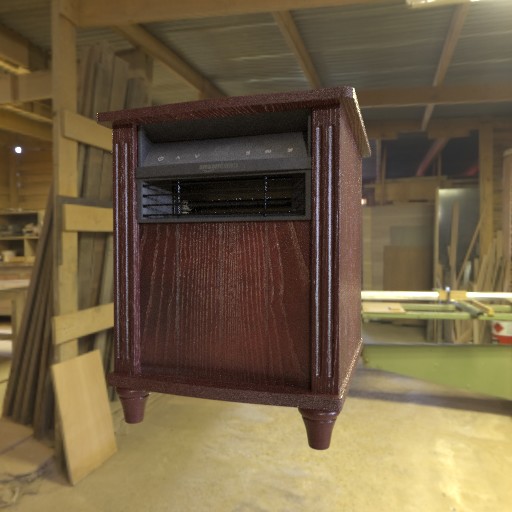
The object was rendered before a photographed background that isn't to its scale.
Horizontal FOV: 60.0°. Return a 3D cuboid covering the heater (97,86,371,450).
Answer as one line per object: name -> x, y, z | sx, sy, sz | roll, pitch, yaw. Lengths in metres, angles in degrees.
heater -> 0.000, 0.000, 0.762 | 0.362, 0.481, 0.400 | 0, 1, 18
